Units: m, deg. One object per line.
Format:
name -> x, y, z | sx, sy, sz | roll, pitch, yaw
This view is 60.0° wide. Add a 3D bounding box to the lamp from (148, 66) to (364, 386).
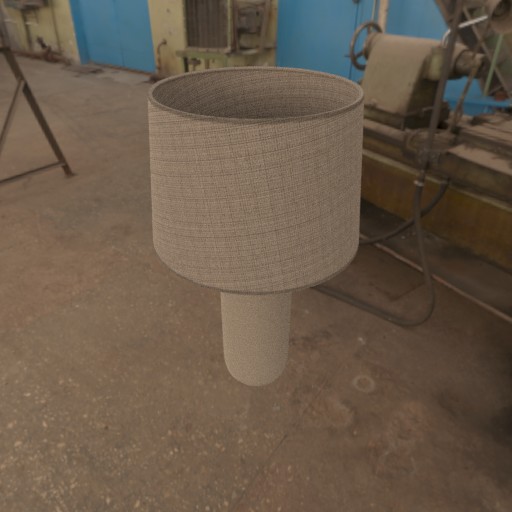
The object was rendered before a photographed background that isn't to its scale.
lamp -> 0.000, 0.000, 0.835 | 0.367, 0.609, 0.367 | 0, 34, 0
